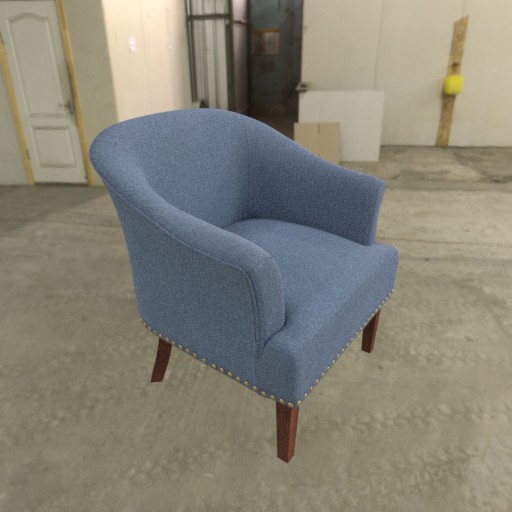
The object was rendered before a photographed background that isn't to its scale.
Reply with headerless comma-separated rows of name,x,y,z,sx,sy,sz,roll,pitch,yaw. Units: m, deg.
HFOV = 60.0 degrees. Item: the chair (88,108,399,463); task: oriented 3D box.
chair,0.000,0.000,1.386,0.704,0.815,0.772,17,31,31
